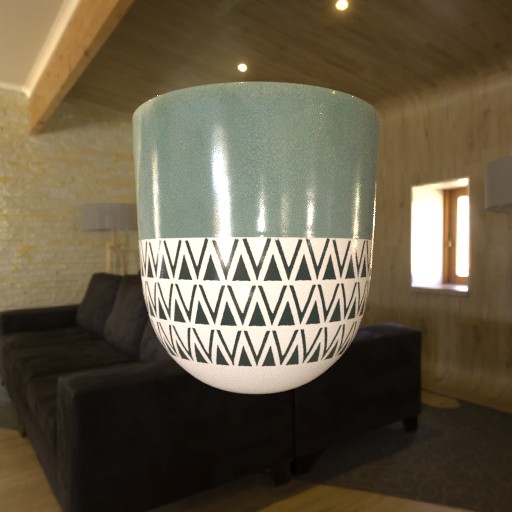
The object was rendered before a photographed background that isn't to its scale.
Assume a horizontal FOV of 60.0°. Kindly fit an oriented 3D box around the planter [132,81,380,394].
[{"bbox_3d":[0.000,0.000,0.369,0.198,0.214,0.198,0,0,0],"label":"planter"}]
